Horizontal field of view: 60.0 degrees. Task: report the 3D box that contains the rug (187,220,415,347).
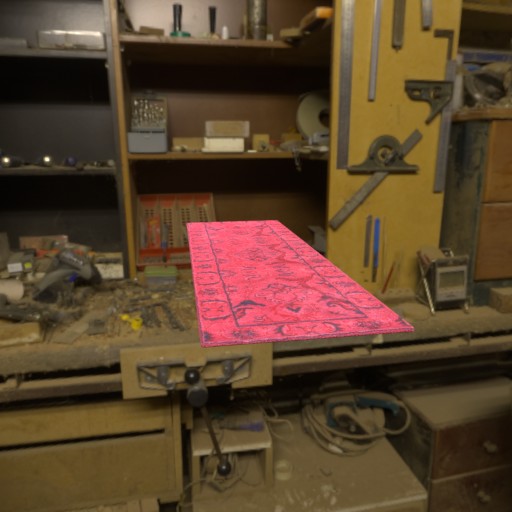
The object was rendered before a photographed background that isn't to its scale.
[{"bbox_3d":[0.000,0.000,2.786,0.813,0.018,2.439,-2,15,-9],"label":"rug"}]
